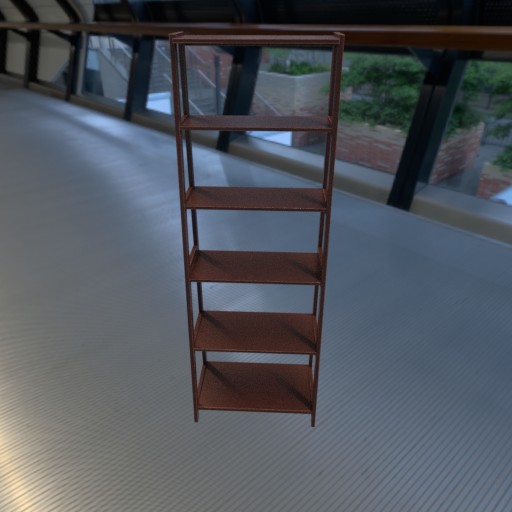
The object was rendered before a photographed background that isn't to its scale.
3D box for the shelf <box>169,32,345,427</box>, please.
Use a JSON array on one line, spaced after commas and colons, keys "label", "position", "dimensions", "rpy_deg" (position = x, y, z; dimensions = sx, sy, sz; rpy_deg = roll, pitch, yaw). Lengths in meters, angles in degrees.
[{"label": "shelf", "position": [0.000, 0.000, 2.114], "dimensions": [0.660, 1.892, 0.381], "rpy_deg": [1, 29, 2]}]
